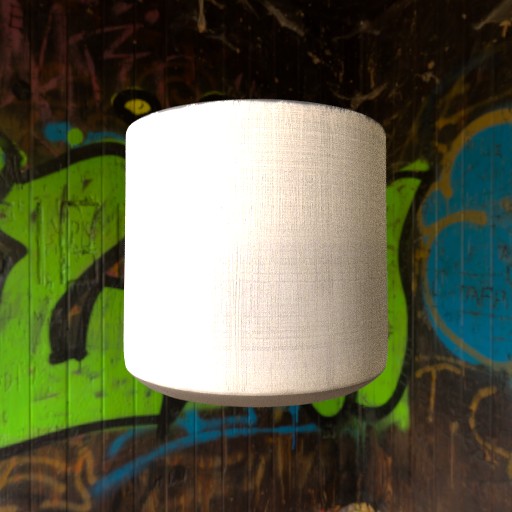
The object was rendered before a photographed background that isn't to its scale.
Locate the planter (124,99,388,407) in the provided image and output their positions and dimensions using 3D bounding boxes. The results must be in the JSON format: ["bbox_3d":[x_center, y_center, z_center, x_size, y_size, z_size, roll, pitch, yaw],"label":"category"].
[{"bbox_3d":[0.000,0.000,0.386,0.221,0.201,0.221,0,0,0],"label":"planter"}]
